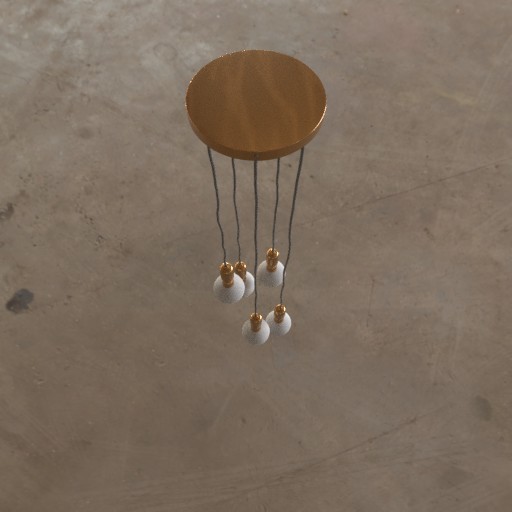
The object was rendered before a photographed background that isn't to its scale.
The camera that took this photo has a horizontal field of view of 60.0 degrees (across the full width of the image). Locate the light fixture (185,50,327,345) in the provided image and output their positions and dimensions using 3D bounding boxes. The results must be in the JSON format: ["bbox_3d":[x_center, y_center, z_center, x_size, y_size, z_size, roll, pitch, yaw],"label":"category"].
[{"bbox_3d":[0.000,0.000,0.503,0.108,0.457,0.105,0,62,0],"label":"light fixture"}]
